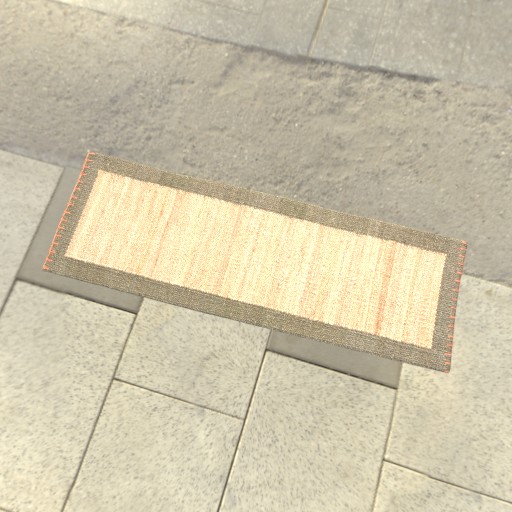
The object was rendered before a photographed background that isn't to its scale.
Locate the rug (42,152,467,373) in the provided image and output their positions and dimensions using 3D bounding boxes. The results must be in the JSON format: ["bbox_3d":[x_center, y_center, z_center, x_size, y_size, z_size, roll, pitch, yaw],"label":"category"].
[{"bbox_3d":[0.000,0.000,2.635,2.413,0.016,0.810,14,75,4],"label":"rug"}]
